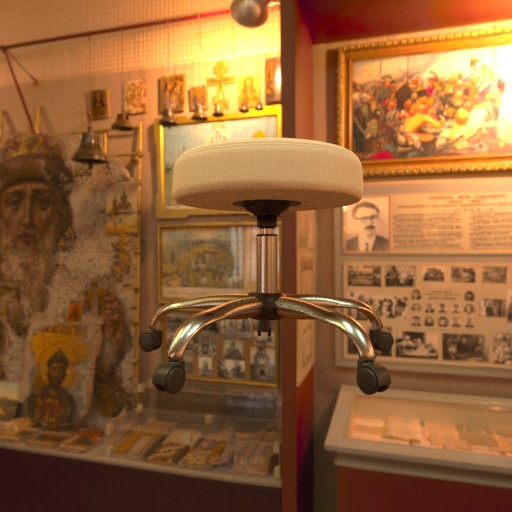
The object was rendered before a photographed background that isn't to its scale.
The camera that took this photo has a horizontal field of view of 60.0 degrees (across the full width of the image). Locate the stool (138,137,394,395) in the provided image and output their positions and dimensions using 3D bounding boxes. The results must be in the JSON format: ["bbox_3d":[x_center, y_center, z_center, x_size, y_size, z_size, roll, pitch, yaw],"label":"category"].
[{"bbox_3d":[0.000,0.000,1.037,0.614,0.482,0.634,0,0,18],"label":"stool"}]
